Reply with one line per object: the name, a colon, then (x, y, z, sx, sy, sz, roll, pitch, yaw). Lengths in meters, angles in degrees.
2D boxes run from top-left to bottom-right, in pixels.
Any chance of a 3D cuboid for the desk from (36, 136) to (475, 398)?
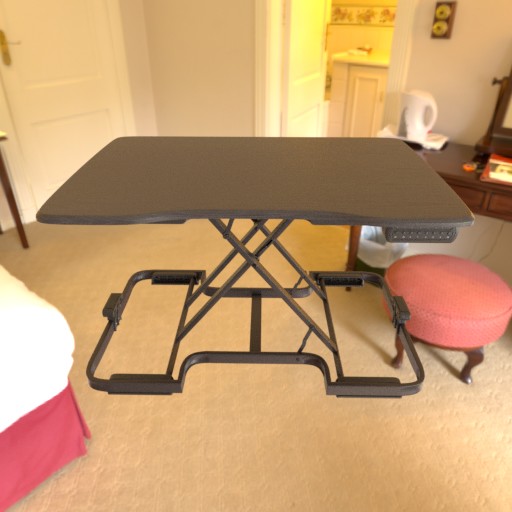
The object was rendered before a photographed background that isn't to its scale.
desk: (0.000, 0.000, 1.136, 0.820, 0.470, 0.546, 1, 30, 1)
